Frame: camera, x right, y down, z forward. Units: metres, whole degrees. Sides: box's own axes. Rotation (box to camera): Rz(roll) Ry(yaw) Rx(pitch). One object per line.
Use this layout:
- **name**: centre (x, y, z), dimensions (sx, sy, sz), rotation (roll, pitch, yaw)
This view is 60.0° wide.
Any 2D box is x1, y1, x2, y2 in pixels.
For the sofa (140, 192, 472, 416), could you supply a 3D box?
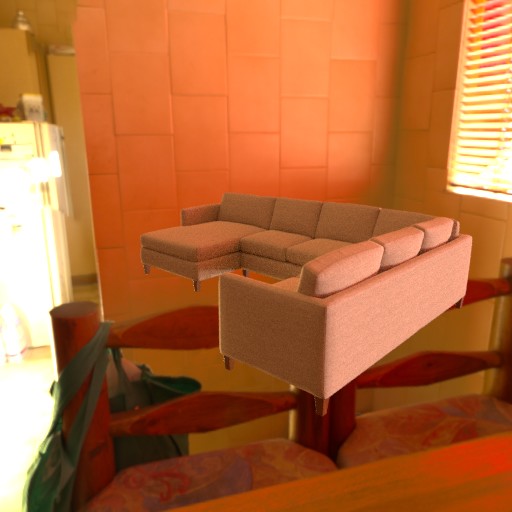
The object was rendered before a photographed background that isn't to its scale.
- **sofa**: centre (0.000, 0.000, 4.607), dimensions (3.460, 0.961, 2.594), rotation (13, 20, 41)
